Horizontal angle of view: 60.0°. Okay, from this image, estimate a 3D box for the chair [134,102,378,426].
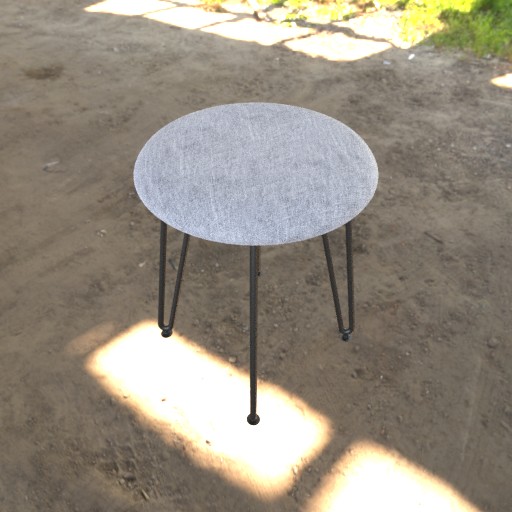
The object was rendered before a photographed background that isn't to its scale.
[{"bbox_3d":[0.000,0.000,0.677,0.350,0.386,0.350,1,42,1],"label":"chair"}]
